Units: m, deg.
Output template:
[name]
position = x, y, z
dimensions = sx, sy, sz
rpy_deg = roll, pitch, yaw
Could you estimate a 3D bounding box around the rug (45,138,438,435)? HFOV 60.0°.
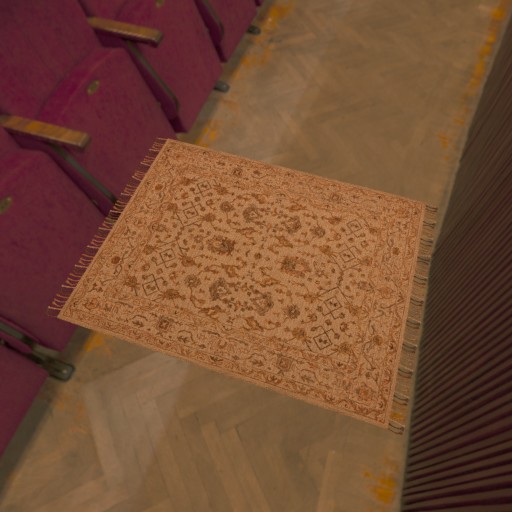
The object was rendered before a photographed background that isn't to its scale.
[rug]
position = 0.000, 0.000, 2.306
dimensions = 1.726, 0.009, 1.278
rpy_deg = 16, 60, 10
